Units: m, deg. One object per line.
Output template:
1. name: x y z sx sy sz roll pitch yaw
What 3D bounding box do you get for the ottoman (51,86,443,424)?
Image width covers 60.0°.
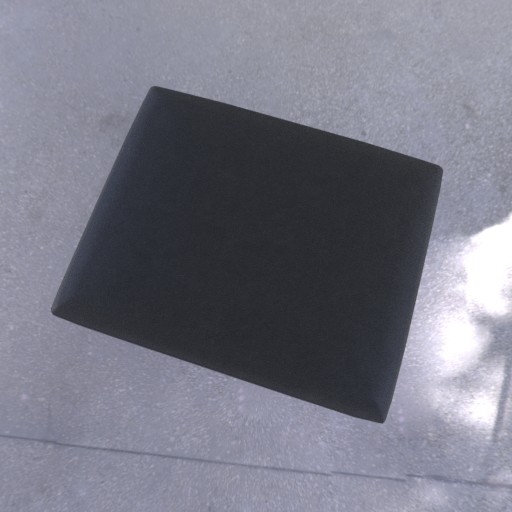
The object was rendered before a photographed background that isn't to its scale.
1. ottoman: 0.000 0.000 1.821 1.187 0.696 0.967 17 75 5
